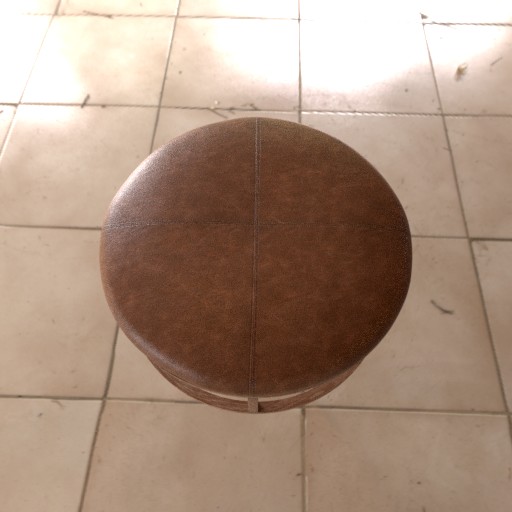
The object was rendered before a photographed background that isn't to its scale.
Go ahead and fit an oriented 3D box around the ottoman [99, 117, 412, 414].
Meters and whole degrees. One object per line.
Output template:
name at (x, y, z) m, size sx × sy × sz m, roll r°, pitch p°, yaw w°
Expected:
ottoman at (0.000, 0.000, 1.559) m, size 1.006 × 0.445 × 1.006 m, roll 0°, pitch 62°, yaw 0°
